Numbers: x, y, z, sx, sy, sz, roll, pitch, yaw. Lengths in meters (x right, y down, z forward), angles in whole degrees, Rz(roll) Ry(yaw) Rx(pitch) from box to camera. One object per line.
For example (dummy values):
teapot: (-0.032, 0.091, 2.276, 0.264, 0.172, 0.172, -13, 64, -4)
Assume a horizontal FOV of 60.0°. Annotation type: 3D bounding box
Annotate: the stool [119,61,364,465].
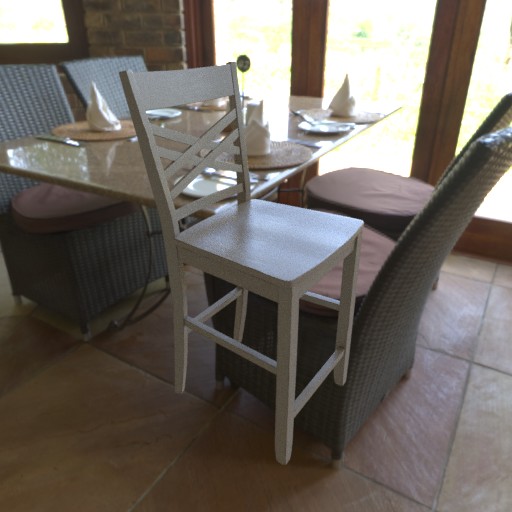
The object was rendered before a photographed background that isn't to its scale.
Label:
stool: (0.000, 0.000, 1.382, 0.539, 1.079, 0.462, 17, 32, 30)
